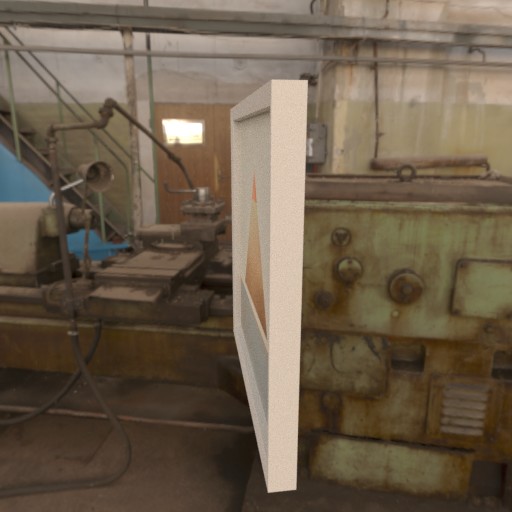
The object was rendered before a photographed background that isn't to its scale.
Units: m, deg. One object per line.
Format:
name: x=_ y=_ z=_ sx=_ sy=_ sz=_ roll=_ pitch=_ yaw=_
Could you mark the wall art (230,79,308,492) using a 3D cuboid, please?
wall art: x=0.000 y=0.000 z=1.936 sx=0.098 sy=1.291 sz=1.289 roll=-2 pitch=15 yaw=-8
